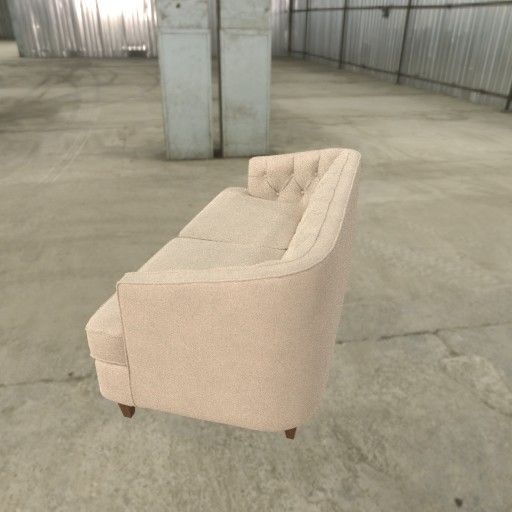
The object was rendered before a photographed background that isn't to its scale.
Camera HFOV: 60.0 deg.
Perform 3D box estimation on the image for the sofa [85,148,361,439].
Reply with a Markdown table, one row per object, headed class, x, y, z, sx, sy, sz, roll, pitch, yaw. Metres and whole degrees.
| class | x | y | z | sx | sy | sz | roll | pitch | yaw |
| --- | --- | --- | --- | --- | --- | --- | --- | --- | --- |
| sofa | 0.000 | 0.000 | 2.332 | 0.940 | 0.878 | 1.731 | 8 | 29 | 14 |
